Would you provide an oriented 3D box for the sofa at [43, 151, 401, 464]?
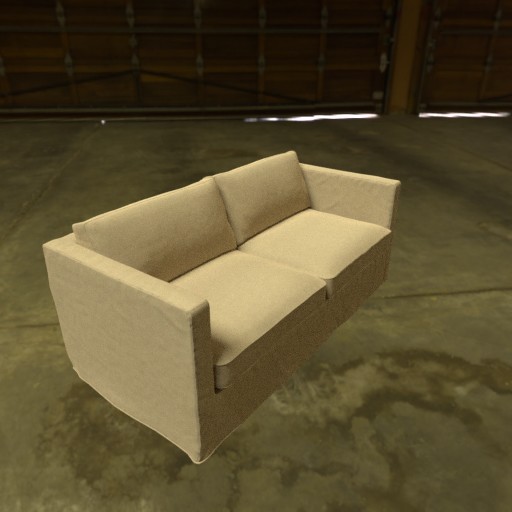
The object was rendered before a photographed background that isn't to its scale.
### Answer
[{"bbox_3d":[0.000,0.000,2.520,0.962,0.835,1.959,18,31,33],"label":"sofa"}]
